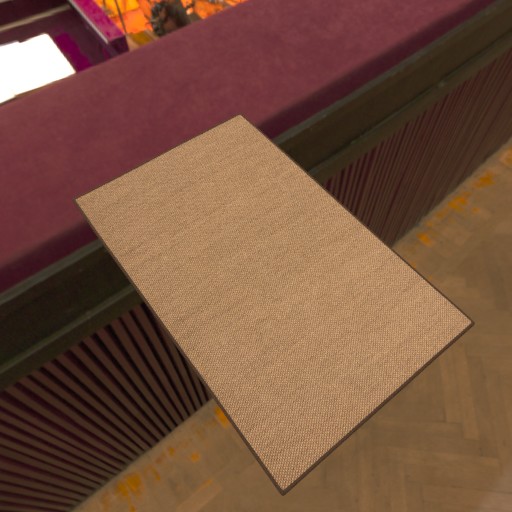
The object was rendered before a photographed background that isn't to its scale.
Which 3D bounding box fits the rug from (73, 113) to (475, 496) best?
[{"bbox_3d":[0.000,0.000,2.061,1.067,0.013,1.676,-33,63,-19],"label":"rug"}]
